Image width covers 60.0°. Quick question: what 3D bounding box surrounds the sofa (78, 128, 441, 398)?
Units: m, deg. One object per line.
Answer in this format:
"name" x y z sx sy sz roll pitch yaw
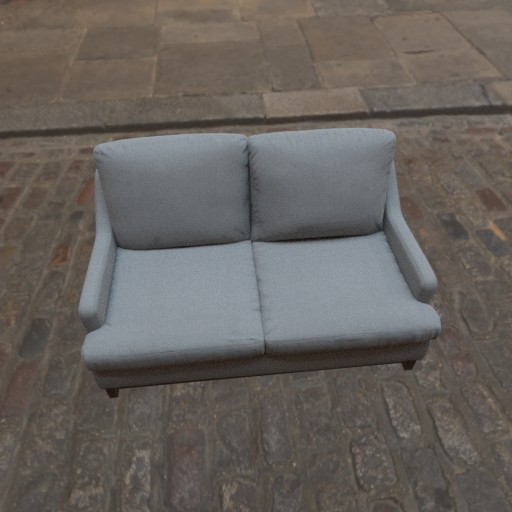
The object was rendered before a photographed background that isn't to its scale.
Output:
"sofa" 0.000 0.000 2.188 1.589 0.921 0.987 -4 47 -4
